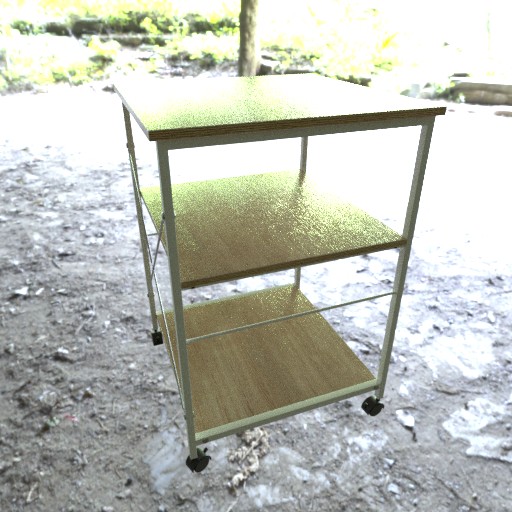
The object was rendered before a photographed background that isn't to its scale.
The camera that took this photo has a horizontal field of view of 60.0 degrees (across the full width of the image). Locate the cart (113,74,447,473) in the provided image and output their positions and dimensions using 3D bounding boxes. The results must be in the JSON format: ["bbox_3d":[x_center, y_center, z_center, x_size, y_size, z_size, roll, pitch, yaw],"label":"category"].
[{"bbox_3d":[0.000,0.000,1.091,0.520,0.762,0.521,-10,30,-18],"label":"cart"}]
